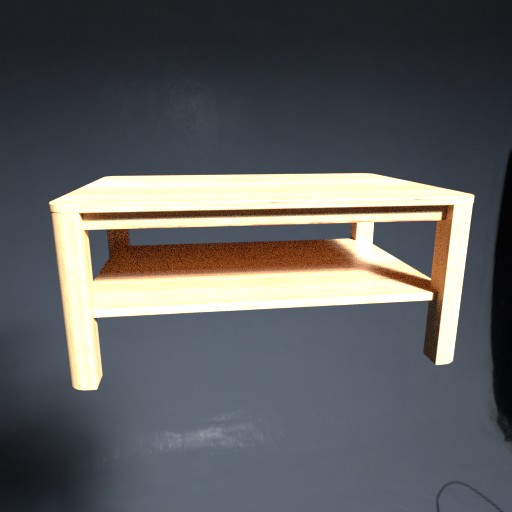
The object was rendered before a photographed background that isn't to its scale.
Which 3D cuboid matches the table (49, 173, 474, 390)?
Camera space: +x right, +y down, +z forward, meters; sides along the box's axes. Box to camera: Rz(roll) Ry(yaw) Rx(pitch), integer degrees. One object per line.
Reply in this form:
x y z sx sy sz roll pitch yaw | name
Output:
0.000 0.000 1.387 0.997 0.445 0.696 -2 15 -8 | table
